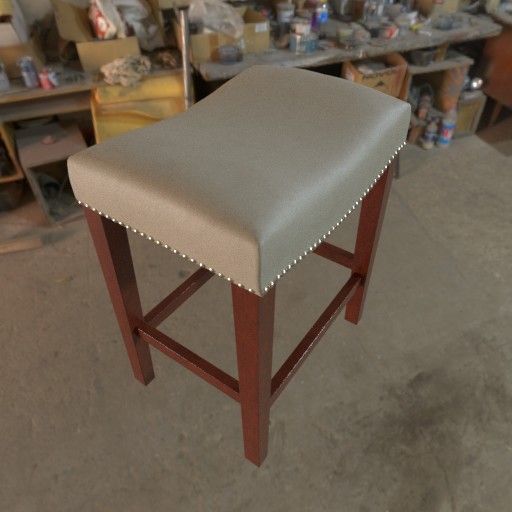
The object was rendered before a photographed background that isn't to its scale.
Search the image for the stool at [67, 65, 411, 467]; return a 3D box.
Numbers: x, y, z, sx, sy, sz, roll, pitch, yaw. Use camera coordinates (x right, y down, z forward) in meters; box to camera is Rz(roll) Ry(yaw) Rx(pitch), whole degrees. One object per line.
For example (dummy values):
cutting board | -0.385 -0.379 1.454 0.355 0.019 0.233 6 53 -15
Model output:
stool | 0.000 0.000 0.938 0.375 0.632 0.509 25 48 25
